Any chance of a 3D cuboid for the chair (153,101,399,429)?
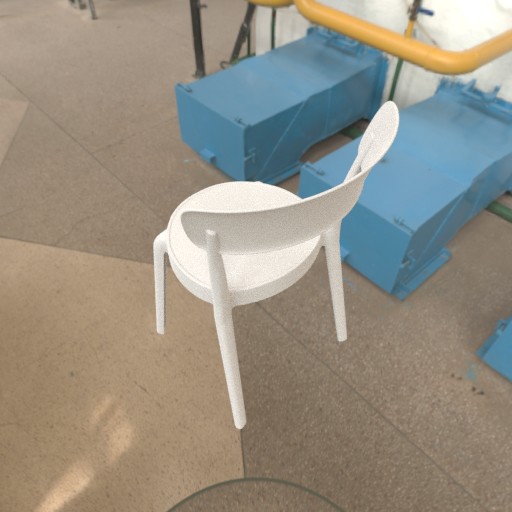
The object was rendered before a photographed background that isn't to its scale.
[{"bbox_3d":[0.000,0.000,1.134,0.506,0.790,0.491,-33,55,-26],"label":"chair"}]
